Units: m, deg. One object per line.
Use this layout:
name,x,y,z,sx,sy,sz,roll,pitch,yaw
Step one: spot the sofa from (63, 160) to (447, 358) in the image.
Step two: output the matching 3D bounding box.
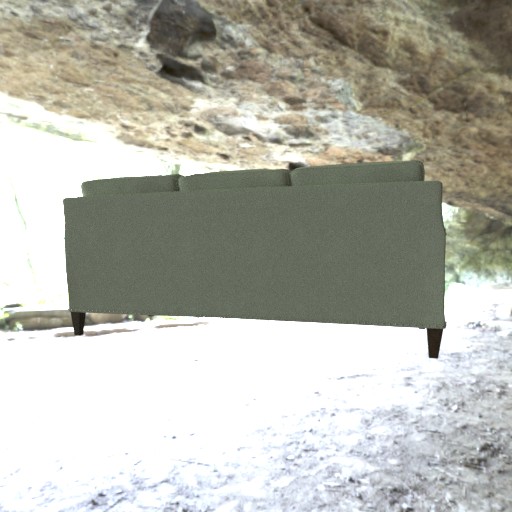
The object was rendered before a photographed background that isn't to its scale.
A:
sofa,0.000,0.000,2.899,2.246,1.003,1.084,0,0,17
